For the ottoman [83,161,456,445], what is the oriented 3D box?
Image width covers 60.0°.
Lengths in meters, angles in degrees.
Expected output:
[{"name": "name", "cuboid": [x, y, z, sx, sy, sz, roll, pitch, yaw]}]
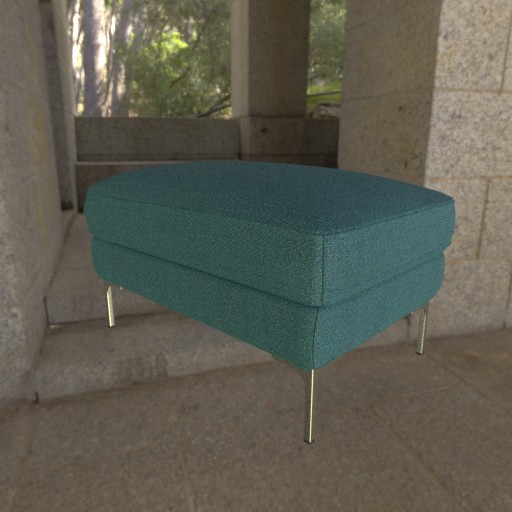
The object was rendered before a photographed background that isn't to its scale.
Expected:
[{"name": "ottoman", "cuboid": [0.000, 0.000, 1.206, 0.856, 0.498, 0.563, 14, 21, 42]}]
